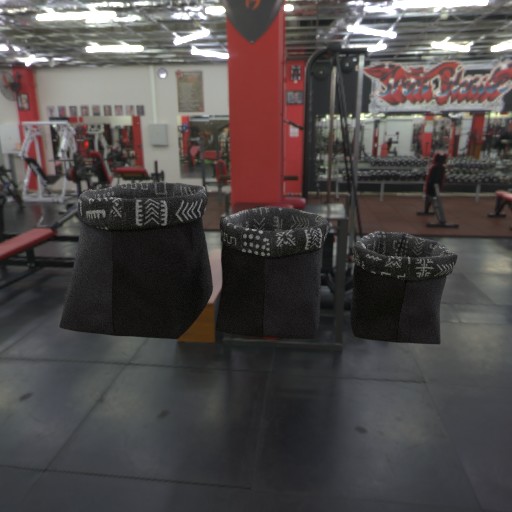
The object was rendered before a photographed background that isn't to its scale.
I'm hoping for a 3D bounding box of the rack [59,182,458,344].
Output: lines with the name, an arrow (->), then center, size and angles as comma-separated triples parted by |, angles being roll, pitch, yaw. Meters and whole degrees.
rack -> 0.000, 0.000, 1.108 | 0.905, 0.323, 0.379 | 3, 16, 9
